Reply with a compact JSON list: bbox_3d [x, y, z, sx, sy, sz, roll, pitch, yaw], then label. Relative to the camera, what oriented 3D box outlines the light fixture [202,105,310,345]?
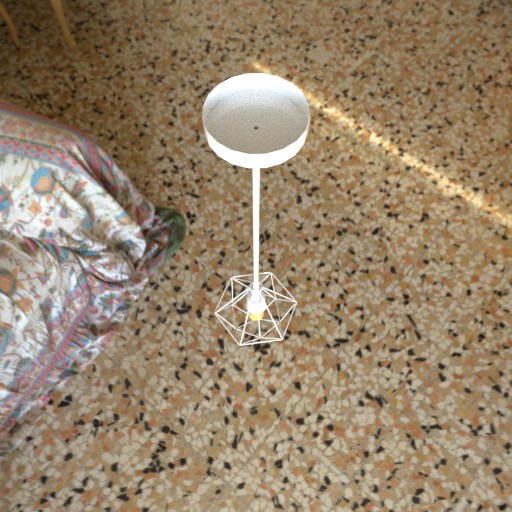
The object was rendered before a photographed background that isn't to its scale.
[{"bbox_3d":[0.000,0.000,1.996,0.431,1.764,0.487,-35,69,-16],"label":"light fixture"}]
